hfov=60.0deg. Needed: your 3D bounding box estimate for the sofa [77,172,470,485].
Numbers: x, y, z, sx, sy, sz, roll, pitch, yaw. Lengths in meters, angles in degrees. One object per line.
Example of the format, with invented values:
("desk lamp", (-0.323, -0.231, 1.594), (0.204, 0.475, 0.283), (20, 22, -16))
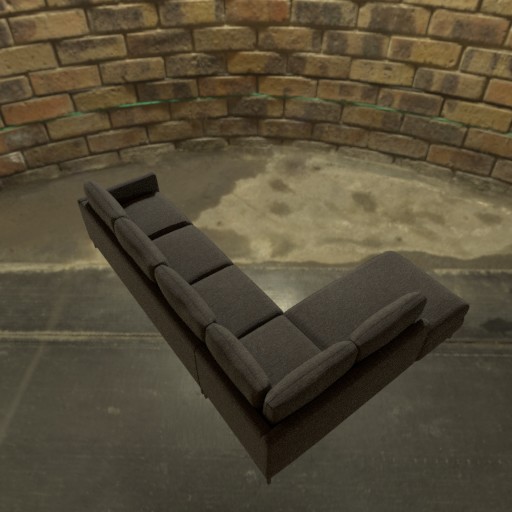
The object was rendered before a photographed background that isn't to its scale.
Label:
("sofa", (0.000, 0.000, 3.849), (2.007, 0.815, 2.949), (-28, 50, -26))
